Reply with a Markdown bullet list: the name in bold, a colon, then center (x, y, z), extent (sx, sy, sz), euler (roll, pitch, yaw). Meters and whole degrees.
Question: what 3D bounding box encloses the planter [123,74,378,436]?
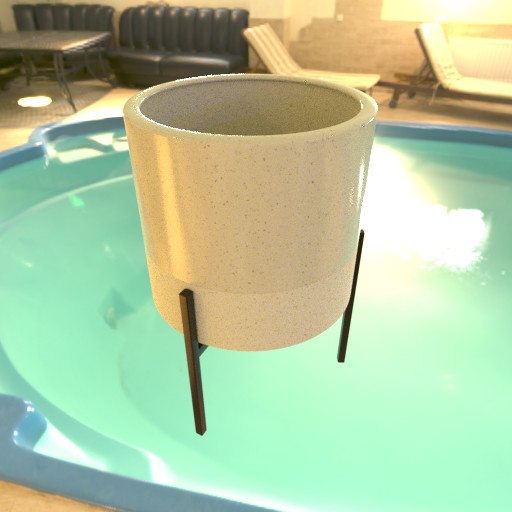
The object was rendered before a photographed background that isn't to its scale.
- **planter**: center (0.000, 0.000, 0.334), extent (0.159, 0.230, 0.152), euler (-1, 34, -1)
